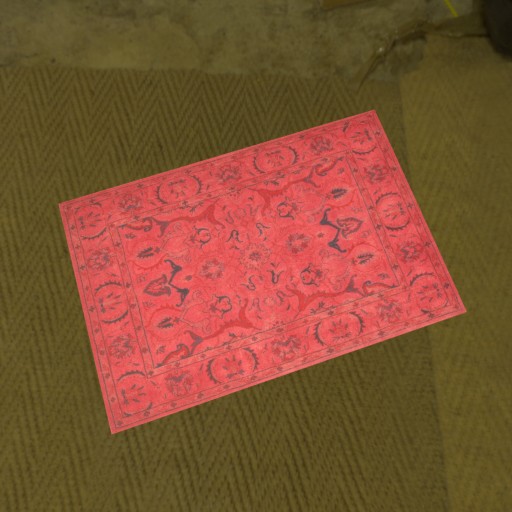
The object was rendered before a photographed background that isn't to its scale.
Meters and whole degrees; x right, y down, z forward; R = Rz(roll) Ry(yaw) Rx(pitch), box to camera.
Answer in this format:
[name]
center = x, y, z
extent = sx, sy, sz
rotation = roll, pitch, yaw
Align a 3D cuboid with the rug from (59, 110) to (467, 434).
[rug]
center = 0.000, 0.000, 2.285
extent = 1.814, 0.008, 1.209
rotation = -18, 76, -5
